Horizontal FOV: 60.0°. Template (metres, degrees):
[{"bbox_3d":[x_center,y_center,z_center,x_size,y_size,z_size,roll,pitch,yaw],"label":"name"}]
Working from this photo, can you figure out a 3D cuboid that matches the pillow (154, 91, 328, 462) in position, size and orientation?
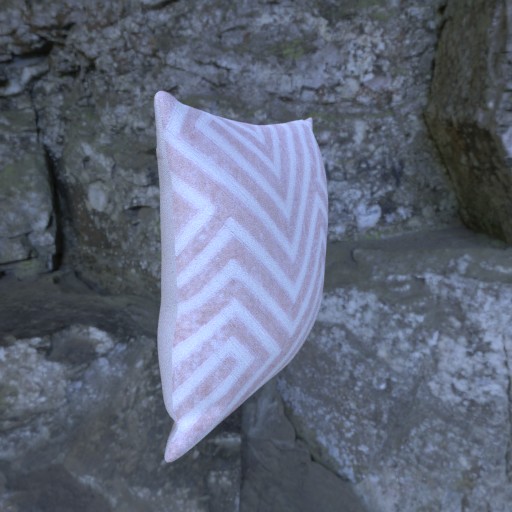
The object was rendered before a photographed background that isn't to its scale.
[{"bbox_3d":[0.000,0.000,0.681,0.182,0.441,0.440,8,16,27],"label":"pillow"}]
